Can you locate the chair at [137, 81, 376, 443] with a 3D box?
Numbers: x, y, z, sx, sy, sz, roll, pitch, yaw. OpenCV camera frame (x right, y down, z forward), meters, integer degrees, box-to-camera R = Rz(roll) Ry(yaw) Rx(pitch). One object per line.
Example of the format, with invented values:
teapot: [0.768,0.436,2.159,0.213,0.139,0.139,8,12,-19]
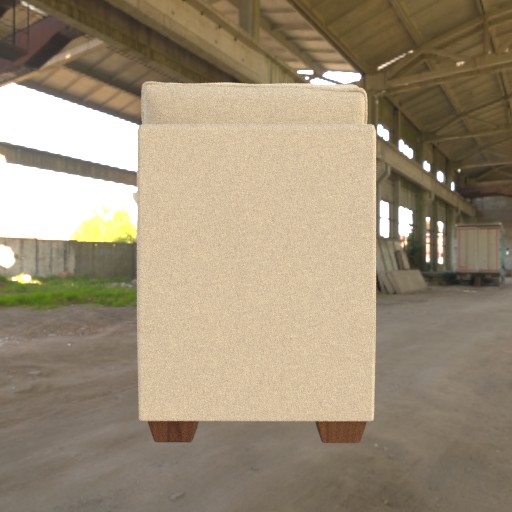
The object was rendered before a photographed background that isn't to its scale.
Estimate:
chair: [0.000,0.000,1.572,0.621,0.970,0.938,0,0,0]
